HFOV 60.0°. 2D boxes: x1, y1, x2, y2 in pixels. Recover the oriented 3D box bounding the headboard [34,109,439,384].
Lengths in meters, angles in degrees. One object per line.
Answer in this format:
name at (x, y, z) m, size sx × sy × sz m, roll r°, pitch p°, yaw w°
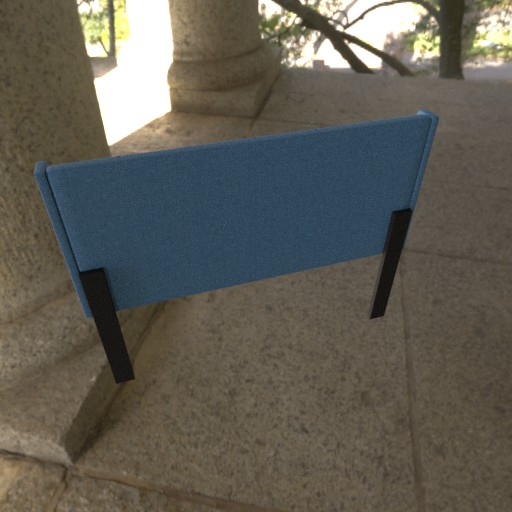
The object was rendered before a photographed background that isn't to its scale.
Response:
headboard at (0.000, 0.000, 2.680) m, size 2.051 × 1.524 × 0.184 m, roll -11°, pitch 41°, yaw -13°
